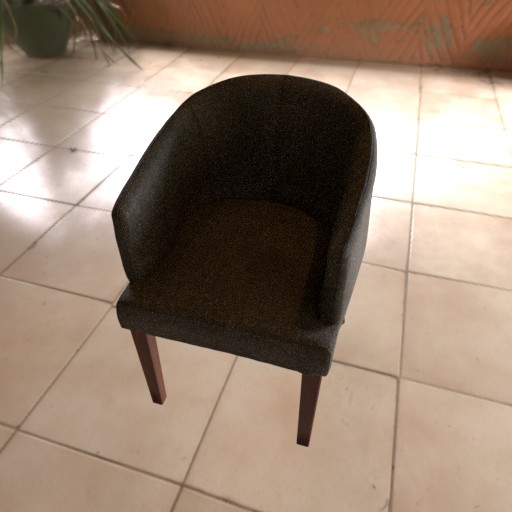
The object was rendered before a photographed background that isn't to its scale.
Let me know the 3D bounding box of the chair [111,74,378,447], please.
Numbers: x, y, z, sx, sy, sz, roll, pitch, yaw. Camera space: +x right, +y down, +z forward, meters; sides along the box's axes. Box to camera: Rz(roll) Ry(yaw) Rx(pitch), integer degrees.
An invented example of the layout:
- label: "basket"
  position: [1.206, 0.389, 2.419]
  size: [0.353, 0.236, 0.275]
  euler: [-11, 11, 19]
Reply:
- label: "chair"
  position: [0.000, 0.000, 1.255]
  size: [0.583, 0.811, 0.655]
  euler: [11, 41, 12]
